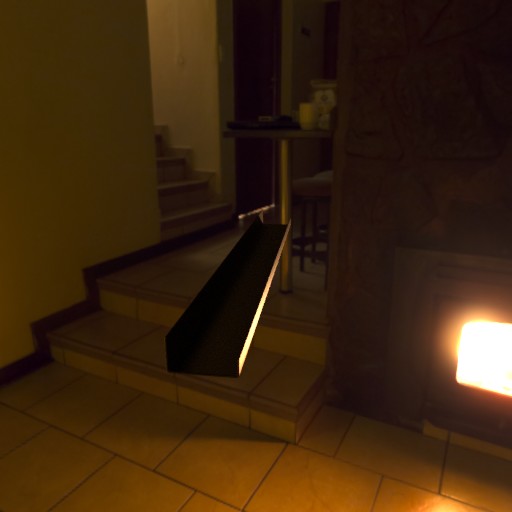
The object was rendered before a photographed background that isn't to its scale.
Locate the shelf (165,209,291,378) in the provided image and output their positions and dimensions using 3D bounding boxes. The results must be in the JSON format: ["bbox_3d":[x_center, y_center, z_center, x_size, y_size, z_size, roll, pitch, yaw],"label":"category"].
[{"bbox_3d":[0.000,0.000,0.977,0.092,0.049,0.924,2,16,8],"label":"shelf"}]
